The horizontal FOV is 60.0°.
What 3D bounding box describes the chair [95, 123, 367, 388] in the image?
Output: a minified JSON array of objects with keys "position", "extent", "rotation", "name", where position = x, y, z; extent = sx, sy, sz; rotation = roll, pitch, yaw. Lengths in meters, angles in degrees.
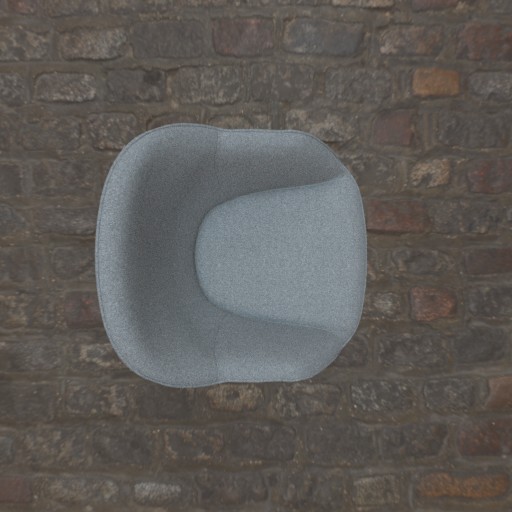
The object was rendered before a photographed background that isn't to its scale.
[{"position":[0.000,0.000,1.215],"extent":[0.611,0.810,0.589],"rotation":[0,90,-1],"name":"chair"}]
